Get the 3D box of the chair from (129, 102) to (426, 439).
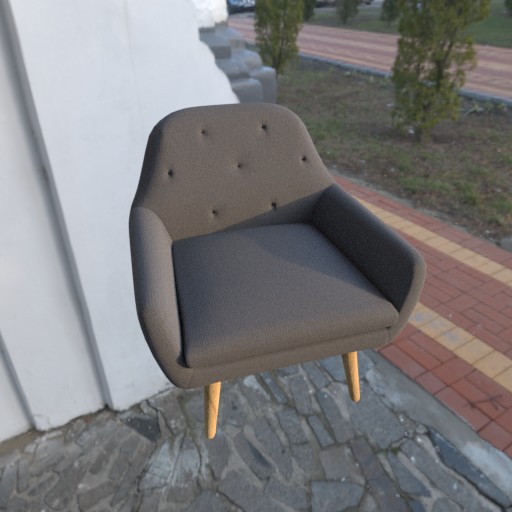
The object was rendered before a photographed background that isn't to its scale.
[{"bbox_3d":[0.000,0.000,1.438,0.770,0.800,0.779,-9,33,-14],"label":"chair"}]
